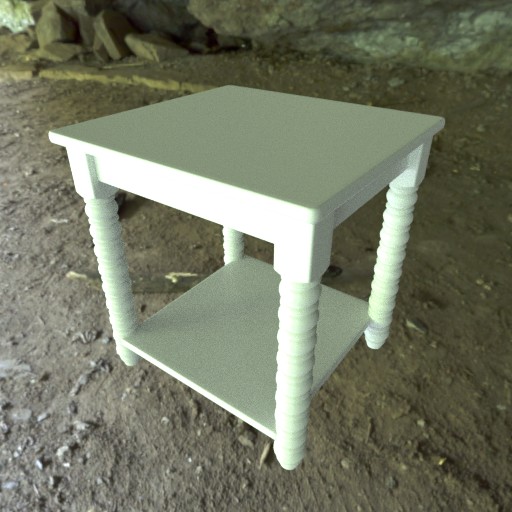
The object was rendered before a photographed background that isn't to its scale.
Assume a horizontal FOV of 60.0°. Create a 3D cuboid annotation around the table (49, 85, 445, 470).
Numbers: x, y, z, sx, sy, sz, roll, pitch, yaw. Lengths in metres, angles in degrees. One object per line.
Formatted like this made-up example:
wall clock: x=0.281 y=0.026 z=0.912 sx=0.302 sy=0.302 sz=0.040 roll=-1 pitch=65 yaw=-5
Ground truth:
table: x=0.000 y=0.000 z=0.949 sx=0.533 sy=0.563 sz=0.500 roll=21 pitch=38 yaw=30
